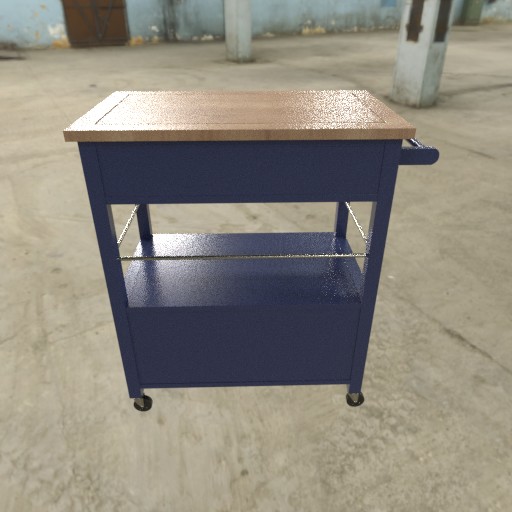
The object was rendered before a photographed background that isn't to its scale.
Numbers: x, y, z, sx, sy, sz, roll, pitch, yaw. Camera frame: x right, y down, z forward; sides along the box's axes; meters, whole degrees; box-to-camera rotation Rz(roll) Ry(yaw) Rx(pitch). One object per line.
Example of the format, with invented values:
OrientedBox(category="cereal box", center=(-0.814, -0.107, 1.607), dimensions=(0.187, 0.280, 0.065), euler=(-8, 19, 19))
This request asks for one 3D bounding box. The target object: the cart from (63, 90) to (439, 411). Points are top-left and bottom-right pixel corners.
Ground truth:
OrientedBox(category="cart", center=(0.000, 0.000, 1.382), dimensions=(0.840, 0.901, 0.459), euler=(-1, 30, -1))
